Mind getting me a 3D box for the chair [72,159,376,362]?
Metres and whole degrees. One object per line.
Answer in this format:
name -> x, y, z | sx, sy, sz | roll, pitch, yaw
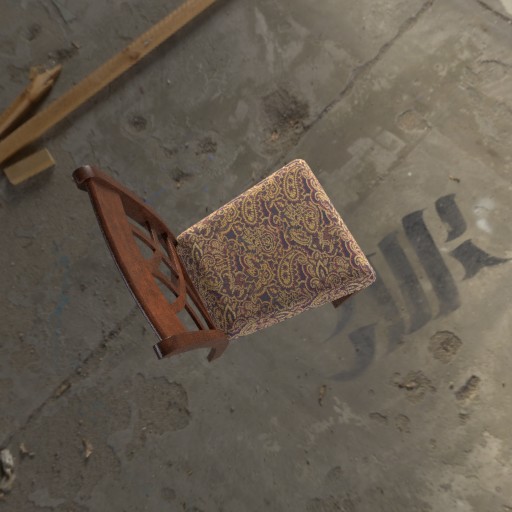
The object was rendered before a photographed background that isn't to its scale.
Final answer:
chair -> 0.000, 0.000, 1.282 | 0.584, 0.965, 0.457 | -28, 77, -7
